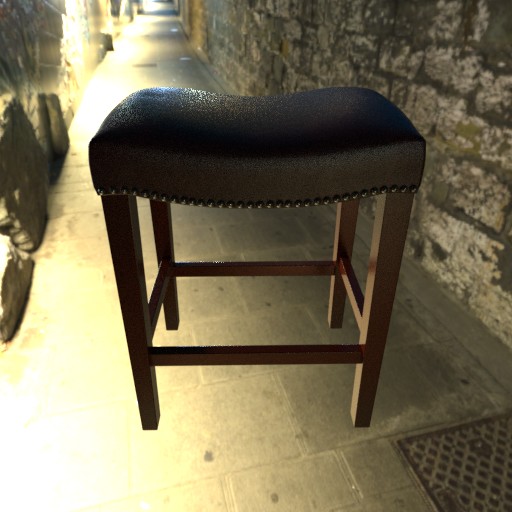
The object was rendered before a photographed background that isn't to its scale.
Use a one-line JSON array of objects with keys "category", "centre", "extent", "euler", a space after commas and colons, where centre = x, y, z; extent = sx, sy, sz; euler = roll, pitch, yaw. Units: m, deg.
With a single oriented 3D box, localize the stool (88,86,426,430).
[{"category": "stool", "centre": [0.000, 0.000, 0.946], "extent": [0.504, 0.657, 0.372], "euler": [-1, 31, -1]}]
